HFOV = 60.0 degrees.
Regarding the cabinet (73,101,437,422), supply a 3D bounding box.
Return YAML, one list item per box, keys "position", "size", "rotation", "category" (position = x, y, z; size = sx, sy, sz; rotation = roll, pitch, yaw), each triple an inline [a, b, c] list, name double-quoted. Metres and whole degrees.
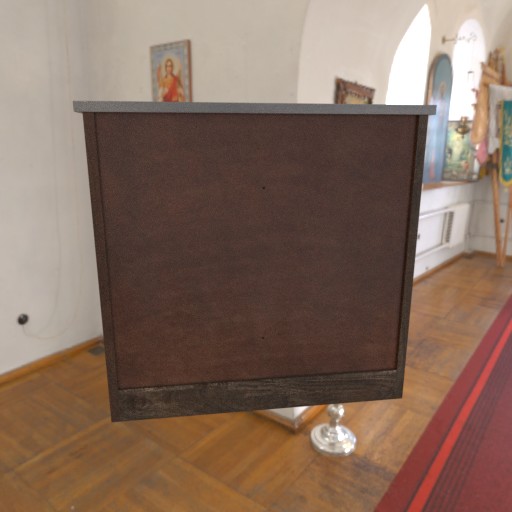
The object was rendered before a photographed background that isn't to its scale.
- position: [0.000, 0.000, 1.443]
  size: [0.968, 0.919, 0.338]
  rotation: [-2, 15, -8]
  category: "cabinet"
